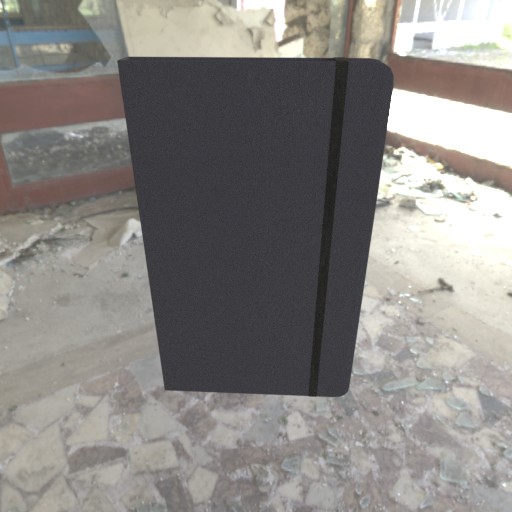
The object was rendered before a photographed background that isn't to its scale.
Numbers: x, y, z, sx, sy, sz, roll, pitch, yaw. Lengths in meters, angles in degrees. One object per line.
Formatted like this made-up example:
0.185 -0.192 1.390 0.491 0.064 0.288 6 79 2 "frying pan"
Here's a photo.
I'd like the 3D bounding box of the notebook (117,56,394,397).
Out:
0.000 0.000 0.260 0.127 0.213 0.016 2 30 3 "notebook"
